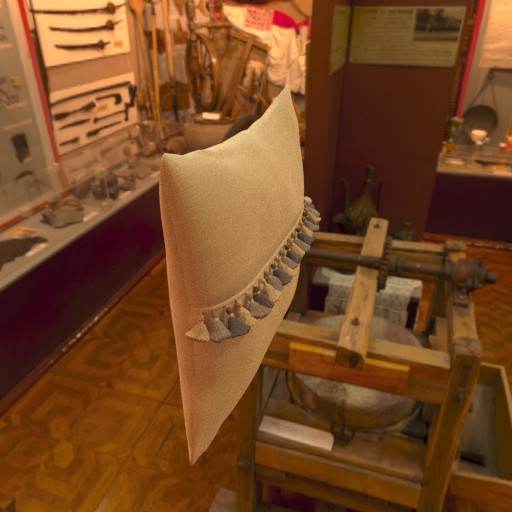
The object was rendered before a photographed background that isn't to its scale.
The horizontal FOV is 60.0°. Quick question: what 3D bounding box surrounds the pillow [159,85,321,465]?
[{"bbox_3d":[0.000,0.000,0.747,0.165,0.481,0.489,10,31,17],"label":"pillow"}]
